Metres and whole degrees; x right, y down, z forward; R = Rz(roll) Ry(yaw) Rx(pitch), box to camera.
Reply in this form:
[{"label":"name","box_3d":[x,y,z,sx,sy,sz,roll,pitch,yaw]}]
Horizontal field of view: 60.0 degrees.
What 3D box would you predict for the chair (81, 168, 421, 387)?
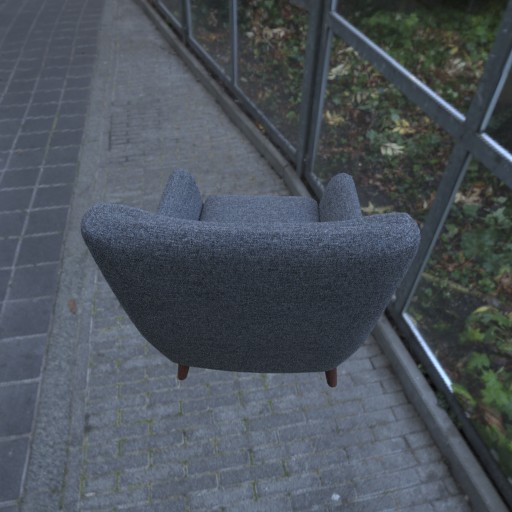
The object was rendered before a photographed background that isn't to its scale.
[{"label":"chair","box_3d":[0.000,0.000,1.751,0.889,1.039,0.940,2,45,2]}]
